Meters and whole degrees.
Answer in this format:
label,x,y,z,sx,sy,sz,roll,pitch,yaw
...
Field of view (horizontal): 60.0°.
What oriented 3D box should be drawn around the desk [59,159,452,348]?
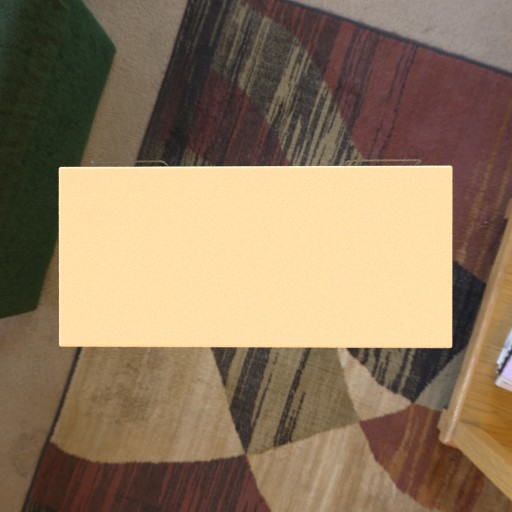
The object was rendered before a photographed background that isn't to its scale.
label,x,y,z,sx,sy,sz,roll,pitch,yaw
desk,0.000,0.000,2.296,1.900,0.455,0.900,0,90,1
